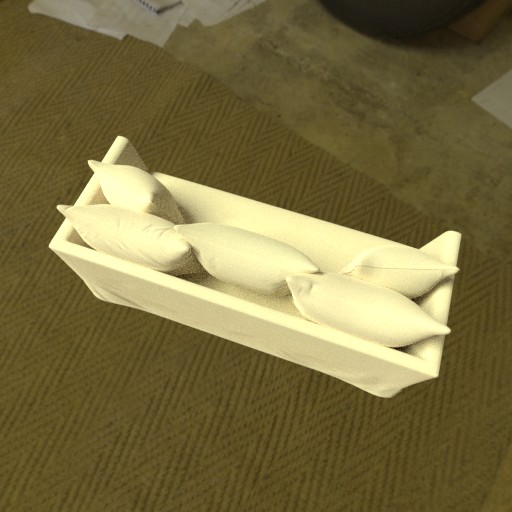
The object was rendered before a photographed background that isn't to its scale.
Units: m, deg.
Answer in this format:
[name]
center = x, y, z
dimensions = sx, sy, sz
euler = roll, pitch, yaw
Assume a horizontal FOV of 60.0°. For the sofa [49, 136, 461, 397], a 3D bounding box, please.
[sofa]
center = 0.000, 0.000, 3.037
dimensions = 2.484, 1.042, 1.030
euler = 17, 65, 9
